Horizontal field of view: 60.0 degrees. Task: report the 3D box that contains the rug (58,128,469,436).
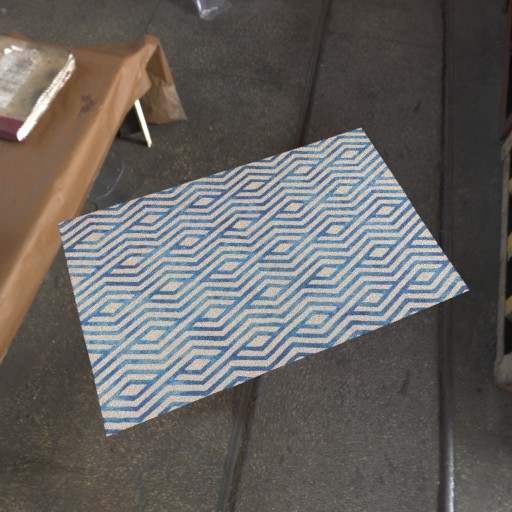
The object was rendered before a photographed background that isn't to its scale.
[{"bbox_3d":[0.000,0.000,3.054,2.439,0.008,1.531,-20,65,-10],"label":"rug"}]
